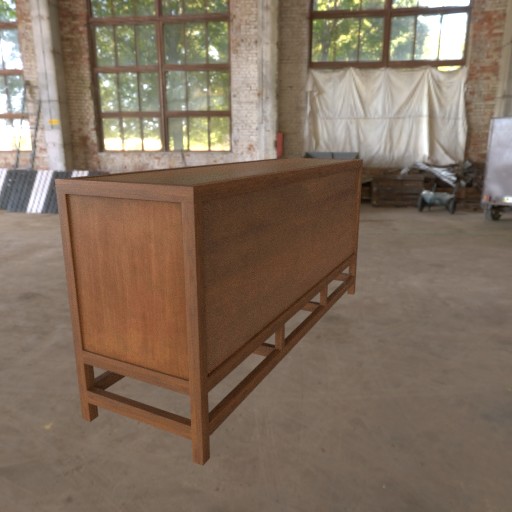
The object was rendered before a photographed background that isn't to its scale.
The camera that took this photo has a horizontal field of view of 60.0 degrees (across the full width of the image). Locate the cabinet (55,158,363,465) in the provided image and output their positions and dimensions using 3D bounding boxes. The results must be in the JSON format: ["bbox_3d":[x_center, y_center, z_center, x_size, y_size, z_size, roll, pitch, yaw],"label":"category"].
[{"bbox_3d":[0.000,0.000,2.055,0.522,0.820,1.708,7,17,26],"label":"cabinet"}]
